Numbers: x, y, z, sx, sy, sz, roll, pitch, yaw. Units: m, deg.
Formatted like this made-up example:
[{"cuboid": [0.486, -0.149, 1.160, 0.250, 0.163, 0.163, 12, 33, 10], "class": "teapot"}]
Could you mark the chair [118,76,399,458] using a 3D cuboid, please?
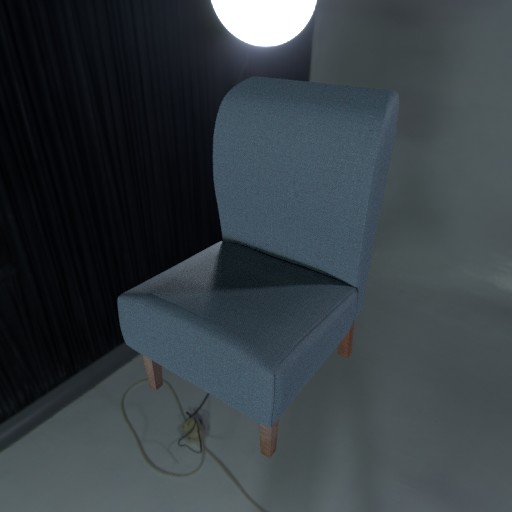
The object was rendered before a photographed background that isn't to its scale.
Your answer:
[{"cuboid": [0.000, 0.000, 1.181, 0.513, 0.804, 0.592, 19, 35, 29], "class": "chair"}]
